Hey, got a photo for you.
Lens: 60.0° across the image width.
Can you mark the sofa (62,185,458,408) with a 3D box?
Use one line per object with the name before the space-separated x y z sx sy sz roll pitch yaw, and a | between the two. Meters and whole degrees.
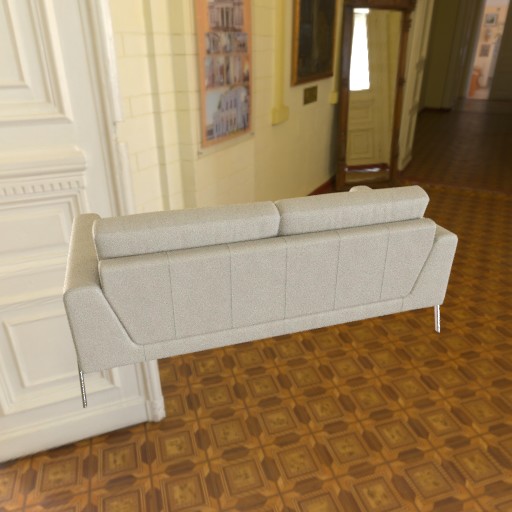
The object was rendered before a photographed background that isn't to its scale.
sofa | 0.000 0.000 2.584 2.017 0.875 0.953 -8 27 -16
